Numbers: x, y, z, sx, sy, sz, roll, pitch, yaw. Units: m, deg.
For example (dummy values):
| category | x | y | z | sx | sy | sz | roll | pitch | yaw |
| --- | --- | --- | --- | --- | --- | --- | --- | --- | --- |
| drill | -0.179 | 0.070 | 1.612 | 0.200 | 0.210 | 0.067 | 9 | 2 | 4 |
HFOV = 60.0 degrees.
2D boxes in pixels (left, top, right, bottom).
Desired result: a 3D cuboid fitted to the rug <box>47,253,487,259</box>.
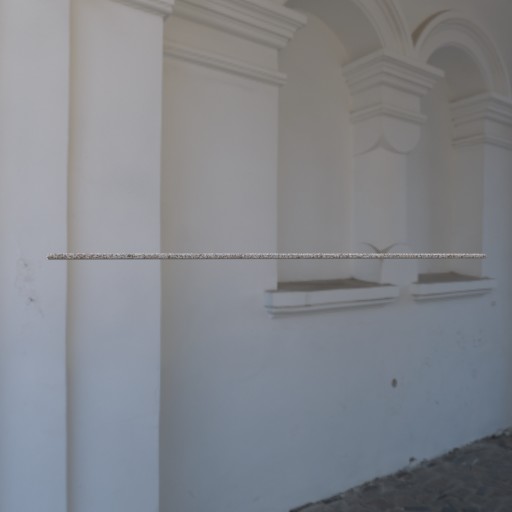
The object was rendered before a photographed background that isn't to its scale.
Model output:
| category | x | y | z | sx | sy | sz | roll | pitch | yaw |
| --- | --- | --- | --- | --- | --- | --- | --- | --- | --- |
| rug | 0.000 | 0.000 | 3.426 | 2.743 | 0.030 | 1.778 | 0 | 0 | -18 |
